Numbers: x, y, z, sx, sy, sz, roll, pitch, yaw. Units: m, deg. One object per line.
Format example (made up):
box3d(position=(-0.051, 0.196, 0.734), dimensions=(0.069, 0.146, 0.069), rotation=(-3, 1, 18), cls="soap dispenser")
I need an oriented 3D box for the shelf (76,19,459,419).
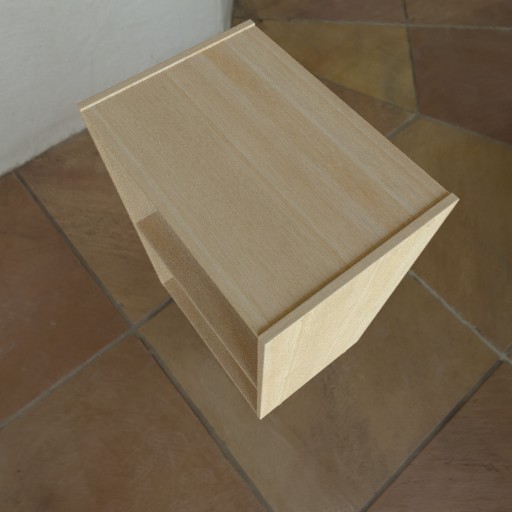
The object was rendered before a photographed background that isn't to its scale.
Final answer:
box3d(position=(0.000, 0.000, 0.819), dimensions=(0.290, 0.592, 0.414), rotation=(-34, 68, -16), cls="shelf")
